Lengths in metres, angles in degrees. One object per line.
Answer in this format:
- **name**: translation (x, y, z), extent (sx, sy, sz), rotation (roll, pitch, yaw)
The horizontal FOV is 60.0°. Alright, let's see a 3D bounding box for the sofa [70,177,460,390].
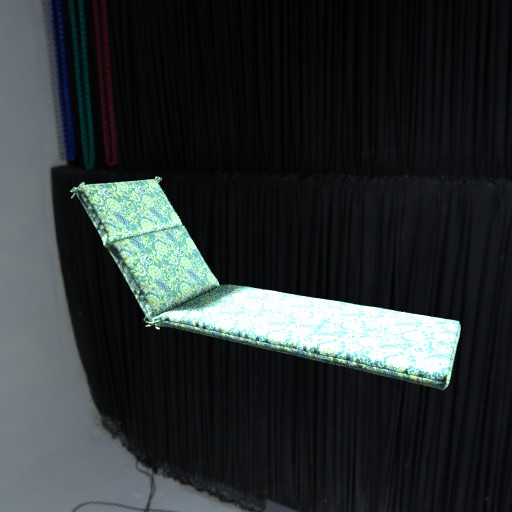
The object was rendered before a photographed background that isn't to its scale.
- **sofa**: translation (0.000, 0.000, 1.947), extent (1.663, 0.622, 0.582), rotation (7, 15, 27)
